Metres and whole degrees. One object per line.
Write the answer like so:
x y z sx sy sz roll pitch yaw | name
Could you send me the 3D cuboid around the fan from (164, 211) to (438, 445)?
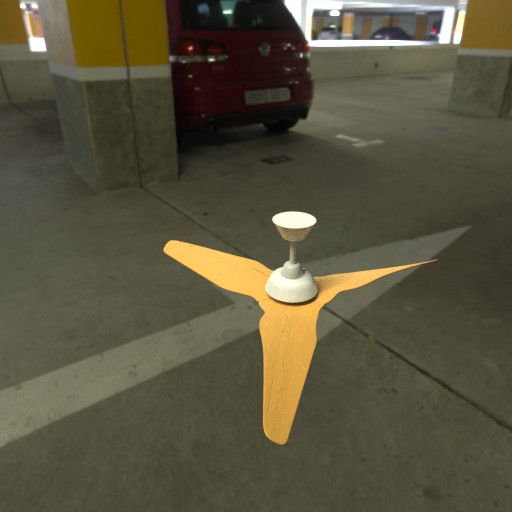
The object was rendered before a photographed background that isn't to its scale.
0.000 0.000 1.615 1.010 0.355 1.142 18 32 32 | fan
